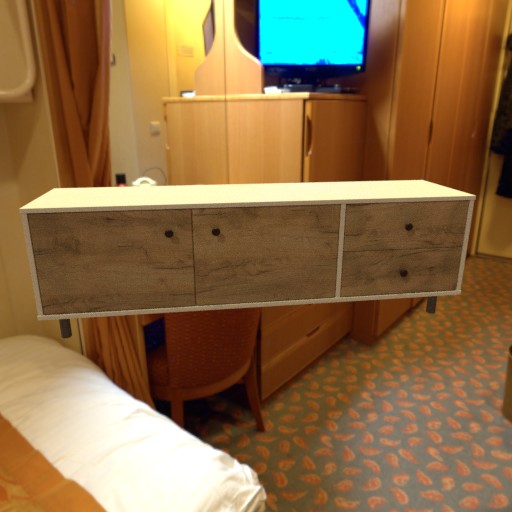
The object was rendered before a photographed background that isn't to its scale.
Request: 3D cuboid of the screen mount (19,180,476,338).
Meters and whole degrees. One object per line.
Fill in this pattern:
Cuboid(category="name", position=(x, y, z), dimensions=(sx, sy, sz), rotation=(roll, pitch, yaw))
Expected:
Cuboid(category="screen mount", position=(0.000, 0.000, 1.800), dimensions=(1.600, 0.520, 0.418), rotation=(-3, 18, -8))
